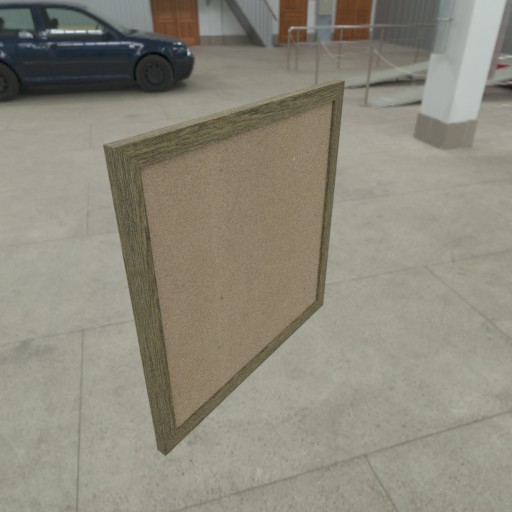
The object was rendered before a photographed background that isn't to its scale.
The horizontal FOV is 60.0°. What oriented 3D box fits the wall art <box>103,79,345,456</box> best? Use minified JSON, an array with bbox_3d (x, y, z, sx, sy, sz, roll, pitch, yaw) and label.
[{"bbox_3d":[0.000,0.000,0.766,0.019,0.508,0.508,21,37,31],"label":"wall art"}]
